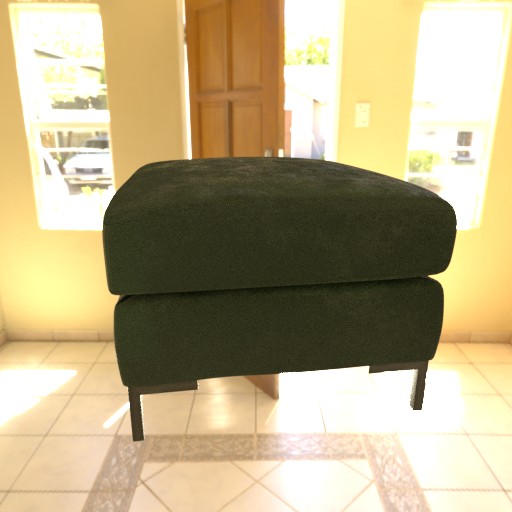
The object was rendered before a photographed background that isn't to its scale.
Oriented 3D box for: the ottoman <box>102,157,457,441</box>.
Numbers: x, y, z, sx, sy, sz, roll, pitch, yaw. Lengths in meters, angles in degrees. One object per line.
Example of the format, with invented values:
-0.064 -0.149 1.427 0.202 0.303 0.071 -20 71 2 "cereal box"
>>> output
0.000 0.000 1.275 0.701 0.538 0.839 -3 17 -9 "ottoman"
